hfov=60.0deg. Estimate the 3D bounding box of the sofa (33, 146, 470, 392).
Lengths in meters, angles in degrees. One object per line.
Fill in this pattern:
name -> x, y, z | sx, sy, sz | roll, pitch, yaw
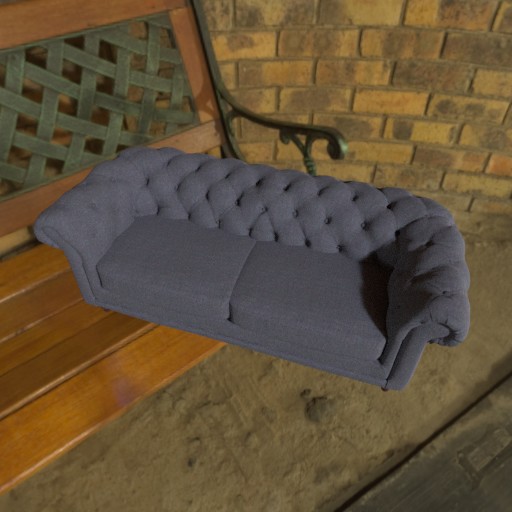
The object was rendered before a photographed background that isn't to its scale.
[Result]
sofa -> 0.000, 0.000, 2.770 | 2.335, 0.836, 1.046 | 13, 45, 13
